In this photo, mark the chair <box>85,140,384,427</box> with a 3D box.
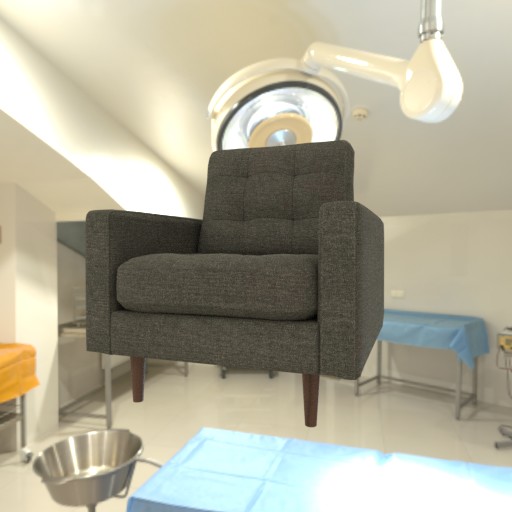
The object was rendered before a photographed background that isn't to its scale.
[{"bbox_3d":[0.000,0.000,1.559,0.821,0.880,0.843,0,1,20],"label":"chair"}]
